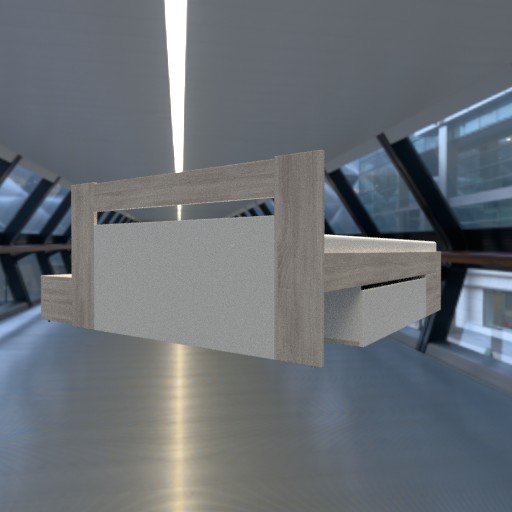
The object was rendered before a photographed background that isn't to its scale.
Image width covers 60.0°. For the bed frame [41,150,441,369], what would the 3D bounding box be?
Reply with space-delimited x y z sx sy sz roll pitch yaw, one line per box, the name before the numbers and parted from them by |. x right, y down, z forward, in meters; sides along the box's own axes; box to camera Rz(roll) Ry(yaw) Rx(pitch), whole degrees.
bed frame | 0.000 0.000 3.146 2.040 0.860 2.050 1 1 35
